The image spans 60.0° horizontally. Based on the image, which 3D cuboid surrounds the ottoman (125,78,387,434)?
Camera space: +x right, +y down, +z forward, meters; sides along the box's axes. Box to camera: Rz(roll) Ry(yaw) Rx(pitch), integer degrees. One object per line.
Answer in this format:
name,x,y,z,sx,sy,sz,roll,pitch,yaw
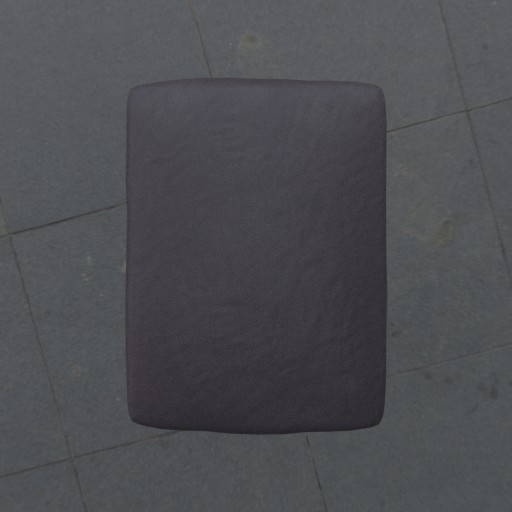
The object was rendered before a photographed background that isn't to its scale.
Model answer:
ottoman,0.000,0.000,1.276,0.659,0.529,0.887,0,91,1
